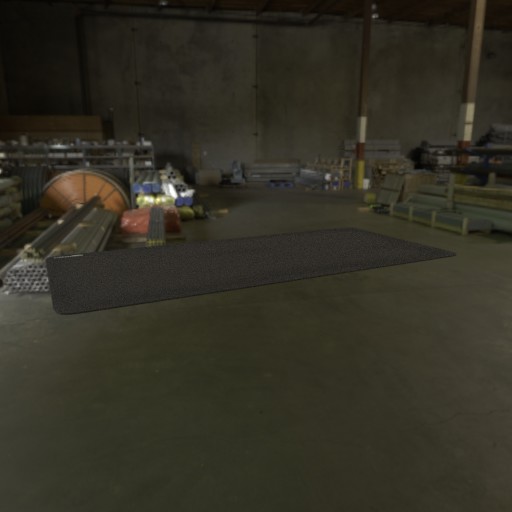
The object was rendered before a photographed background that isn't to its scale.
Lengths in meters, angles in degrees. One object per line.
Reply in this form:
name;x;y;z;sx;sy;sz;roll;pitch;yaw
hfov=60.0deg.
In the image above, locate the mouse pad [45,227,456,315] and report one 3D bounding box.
mouse pad;0.000;0.000;1.063;0.907;0.003;0.424;-7;15;-26
